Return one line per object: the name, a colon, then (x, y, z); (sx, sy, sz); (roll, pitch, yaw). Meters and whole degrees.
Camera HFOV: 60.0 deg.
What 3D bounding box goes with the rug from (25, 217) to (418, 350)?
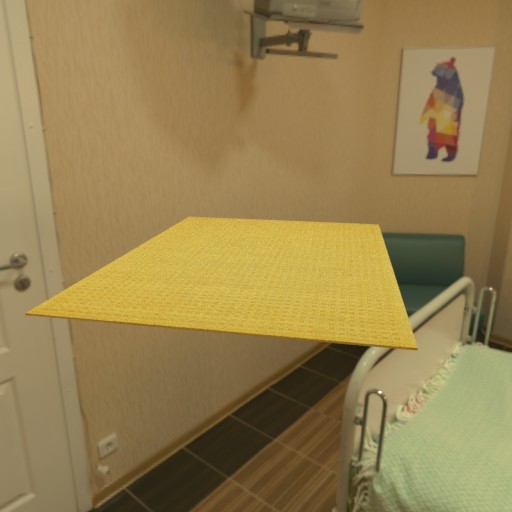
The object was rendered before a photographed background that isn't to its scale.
rug: (0.000, 0.000, 4.237); (2.486, 0.015, 3.242); (3, 17, 11)
